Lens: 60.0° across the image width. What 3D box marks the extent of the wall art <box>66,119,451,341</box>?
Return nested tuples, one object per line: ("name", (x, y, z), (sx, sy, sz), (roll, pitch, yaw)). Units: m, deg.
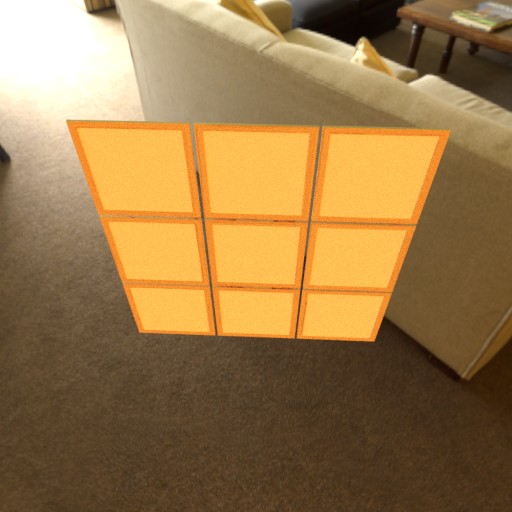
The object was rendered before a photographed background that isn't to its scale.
("wall art", (0.000, 0.000, 2.306), (1.517, 1.523, 0.013), (2, 47, 2))
